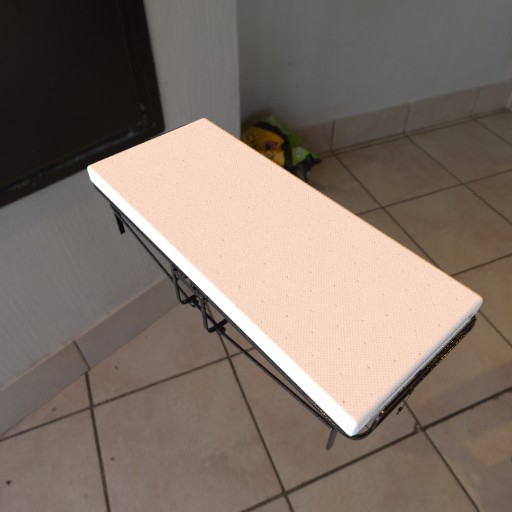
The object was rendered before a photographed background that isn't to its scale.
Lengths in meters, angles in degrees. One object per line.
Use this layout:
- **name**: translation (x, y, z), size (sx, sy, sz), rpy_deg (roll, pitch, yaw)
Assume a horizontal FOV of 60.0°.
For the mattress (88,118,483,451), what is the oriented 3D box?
- **mattress**: translation (0.000, 0.000, 2.487), size (0.922, 0.519, 2.153), rpy_deg (-32, 54, -27)
